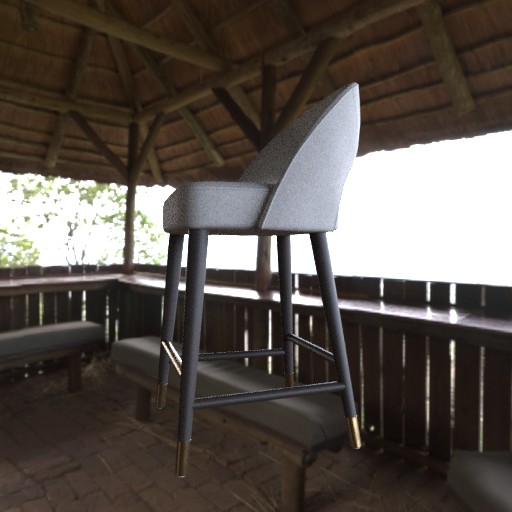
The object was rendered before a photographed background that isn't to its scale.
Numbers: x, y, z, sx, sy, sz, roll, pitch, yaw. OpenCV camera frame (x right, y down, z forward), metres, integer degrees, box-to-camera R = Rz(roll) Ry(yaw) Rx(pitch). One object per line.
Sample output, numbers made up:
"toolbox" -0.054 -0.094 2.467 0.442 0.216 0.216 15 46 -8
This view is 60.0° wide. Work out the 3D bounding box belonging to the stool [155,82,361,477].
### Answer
"stool" 0.000 0.000 1.230 0.509 0.940 0.494 0 1 -18
